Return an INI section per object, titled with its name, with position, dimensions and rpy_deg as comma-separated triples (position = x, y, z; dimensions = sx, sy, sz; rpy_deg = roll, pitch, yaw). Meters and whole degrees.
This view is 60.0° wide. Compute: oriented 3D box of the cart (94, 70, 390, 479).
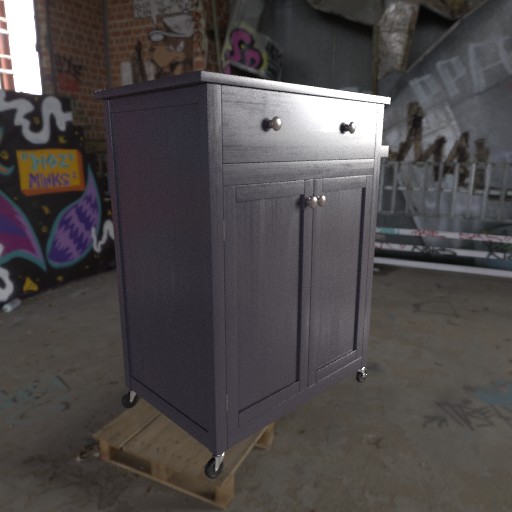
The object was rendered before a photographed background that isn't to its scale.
[cart]
position = 0.000, 0.000, 1.278
dimensions = 0.690, 0.878, 0.449
rpy_deg = -13, 19, -42
